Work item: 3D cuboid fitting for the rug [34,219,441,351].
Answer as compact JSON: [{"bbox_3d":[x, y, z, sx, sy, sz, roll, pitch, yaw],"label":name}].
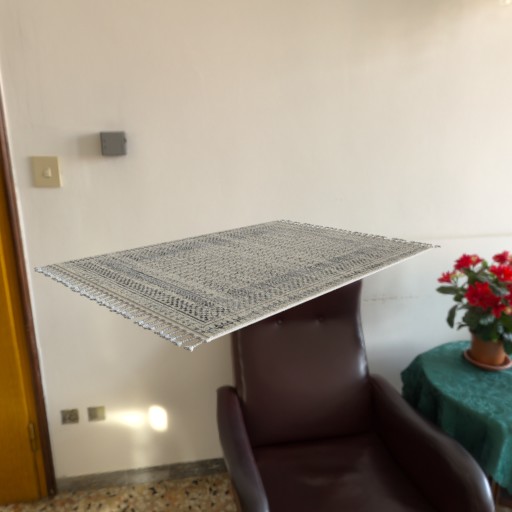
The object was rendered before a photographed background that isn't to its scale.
[{"bbox_3d":[0.000,0.000,2.379,1.243,0.013,1.872,14,21,42],"label":"rug"}]
